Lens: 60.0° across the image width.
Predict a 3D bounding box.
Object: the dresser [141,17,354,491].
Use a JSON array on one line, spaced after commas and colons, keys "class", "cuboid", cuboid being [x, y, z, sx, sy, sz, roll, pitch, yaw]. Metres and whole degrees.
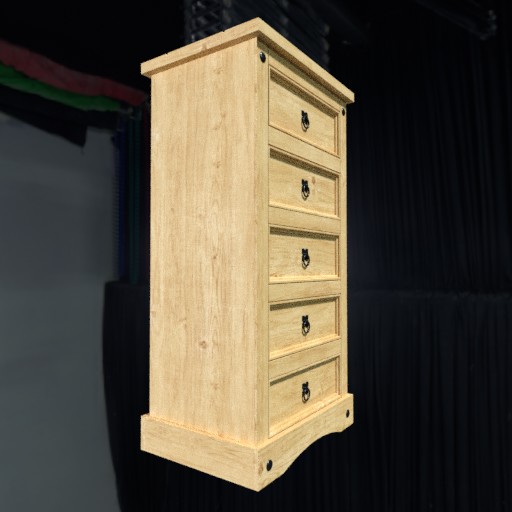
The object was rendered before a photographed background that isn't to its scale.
[{"class": "dresser", "cuboid": [0.000, 0.000, 1.297, 0.390, 1.041, 0.531, -1, -2, 35]}]
